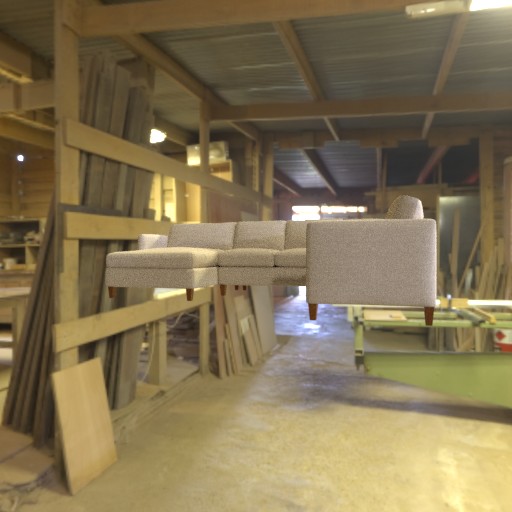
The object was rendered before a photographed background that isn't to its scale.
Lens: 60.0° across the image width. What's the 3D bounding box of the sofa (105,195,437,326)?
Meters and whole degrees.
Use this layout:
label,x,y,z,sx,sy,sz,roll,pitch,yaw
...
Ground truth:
label,x,y,z,sx,sy,sz,roll,pitch,yaw
sofa,0.000,0.000,4.797,3.460,0.961,2.594,0,0,18
